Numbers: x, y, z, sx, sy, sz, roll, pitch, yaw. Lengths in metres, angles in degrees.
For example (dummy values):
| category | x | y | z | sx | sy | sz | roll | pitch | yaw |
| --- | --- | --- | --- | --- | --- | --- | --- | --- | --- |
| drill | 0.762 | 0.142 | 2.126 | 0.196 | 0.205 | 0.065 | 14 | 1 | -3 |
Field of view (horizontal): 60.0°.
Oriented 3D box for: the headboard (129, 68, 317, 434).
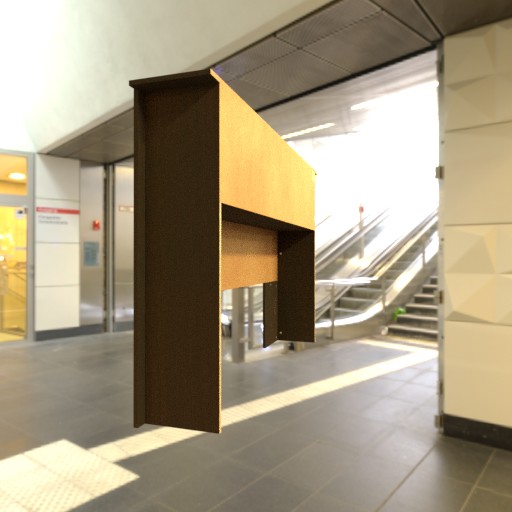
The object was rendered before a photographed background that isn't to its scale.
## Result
| category | x | y | z | sx | sy | sz | roll | pitch | yaw |
| --- | --- | --- | --- | --- | --- | --- | --- | --- | --- |
| headboard | 0.000 | 0.000 | 2.130 | 0.279 | 1.092 | 1.671 | 0 | 0 | 18 |
